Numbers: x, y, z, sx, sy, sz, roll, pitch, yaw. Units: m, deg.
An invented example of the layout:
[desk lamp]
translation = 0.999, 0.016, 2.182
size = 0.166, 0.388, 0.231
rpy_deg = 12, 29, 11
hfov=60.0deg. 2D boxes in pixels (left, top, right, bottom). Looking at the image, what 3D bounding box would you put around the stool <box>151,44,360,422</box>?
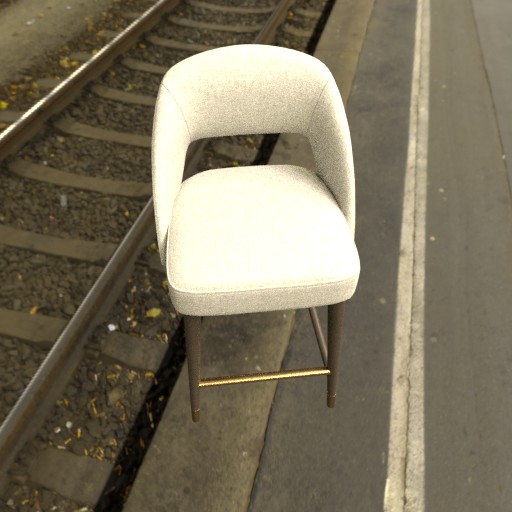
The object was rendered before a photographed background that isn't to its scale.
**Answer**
[stool]
translation = 0.000, 0.000, 1.223
size = 0.494, 0.940, 0.509
rpy_deg = -5, 48, -4
